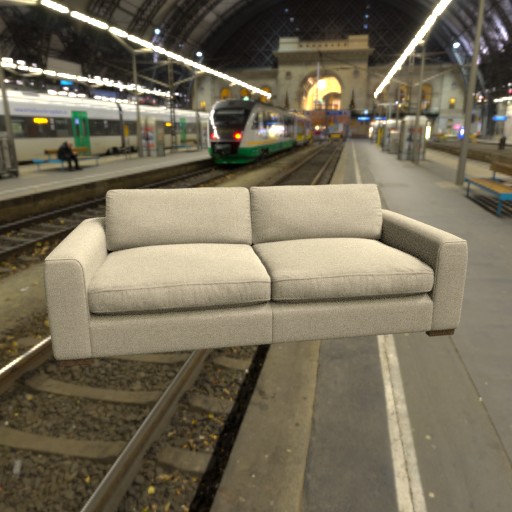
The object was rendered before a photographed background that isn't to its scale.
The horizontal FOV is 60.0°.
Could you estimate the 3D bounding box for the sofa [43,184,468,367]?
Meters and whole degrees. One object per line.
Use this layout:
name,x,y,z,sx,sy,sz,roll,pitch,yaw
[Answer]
sofa,0.000,0.000,2.795,2.262,0.801,1.070,-3,16,-9
